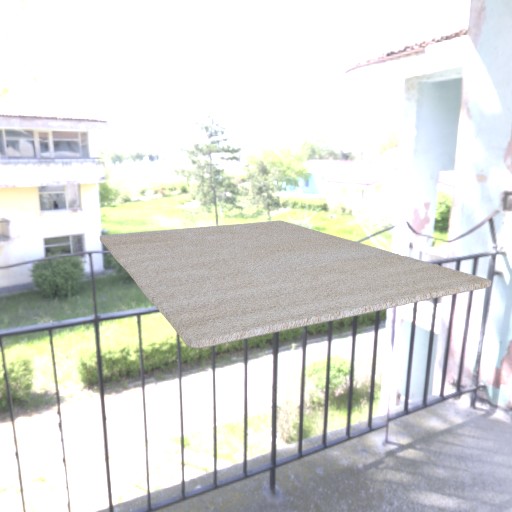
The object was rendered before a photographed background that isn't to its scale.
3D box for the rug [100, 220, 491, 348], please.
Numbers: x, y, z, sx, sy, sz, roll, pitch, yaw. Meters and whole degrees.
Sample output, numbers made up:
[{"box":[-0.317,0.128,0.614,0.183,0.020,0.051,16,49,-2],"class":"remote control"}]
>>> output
[{"box":[0.000,0.000,2.102,1.199,0.025,1.600,-7,15,-26],"class":"rug"}]
